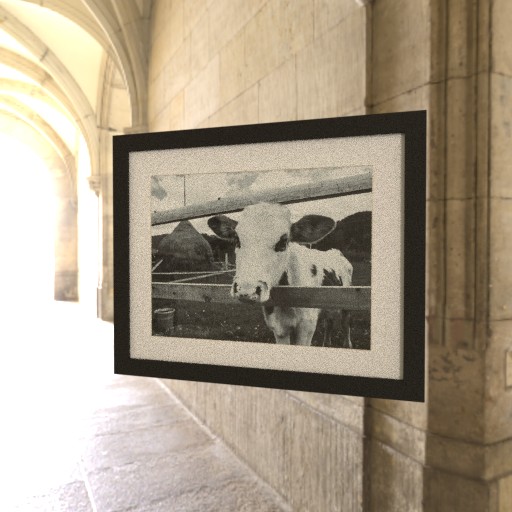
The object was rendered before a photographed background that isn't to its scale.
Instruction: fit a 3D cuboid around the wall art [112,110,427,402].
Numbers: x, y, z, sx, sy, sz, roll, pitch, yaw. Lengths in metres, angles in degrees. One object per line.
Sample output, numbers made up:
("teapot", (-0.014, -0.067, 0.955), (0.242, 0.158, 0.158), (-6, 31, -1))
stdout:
("wall art", (0.000, 0.000, 0.566), (0.404, 0.329, 0.024), (0, 1, 16))
